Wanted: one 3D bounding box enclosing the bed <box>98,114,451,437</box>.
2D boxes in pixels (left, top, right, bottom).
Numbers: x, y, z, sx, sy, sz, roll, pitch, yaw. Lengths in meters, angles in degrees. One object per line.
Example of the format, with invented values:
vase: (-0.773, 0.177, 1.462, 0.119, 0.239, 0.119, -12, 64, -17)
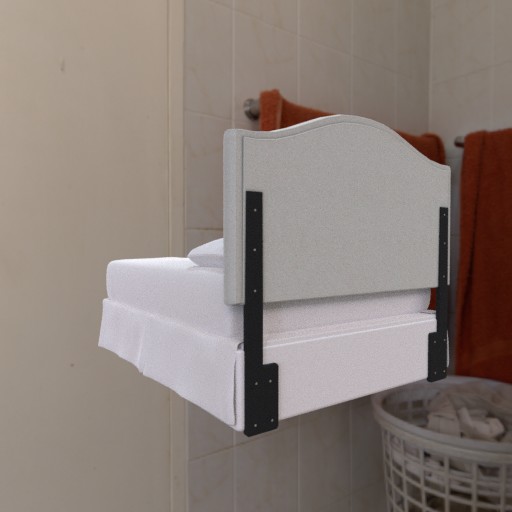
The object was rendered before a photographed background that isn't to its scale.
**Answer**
bed: (0.000, 0.000, 3.377, 1.813, 1.607, 2.180, -1, 2, -35)
